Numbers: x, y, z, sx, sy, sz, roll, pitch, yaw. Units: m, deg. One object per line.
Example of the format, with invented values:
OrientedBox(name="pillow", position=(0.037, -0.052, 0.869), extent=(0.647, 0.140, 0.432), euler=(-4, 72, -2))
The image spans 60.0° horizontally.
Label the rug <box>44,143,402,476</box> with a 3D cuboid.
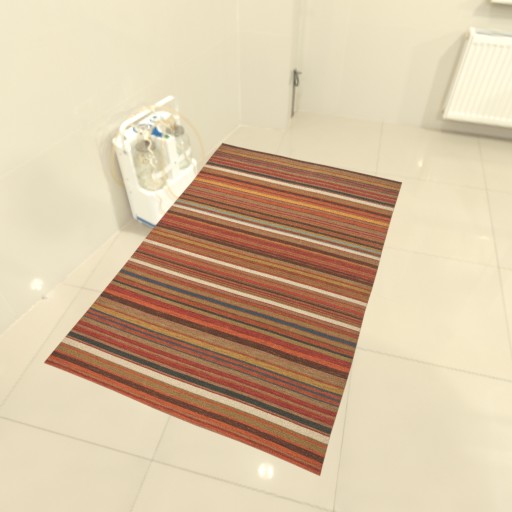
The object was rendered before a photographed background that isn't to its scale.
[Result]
OrientedBox(name="rug", position=(0.000, 0.000, 2.306), extent=(1.217, 0.007, 1.828), euler=(16, 49, 15))
